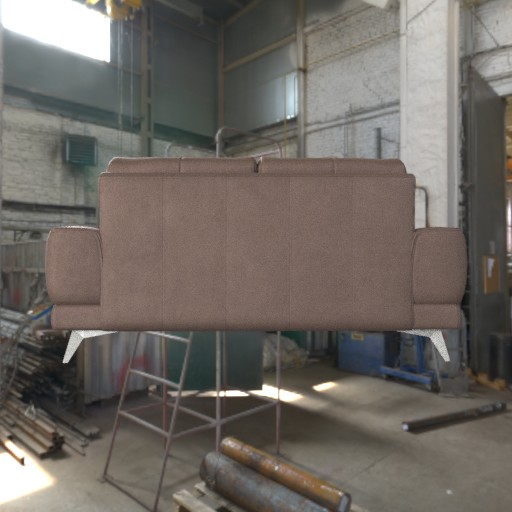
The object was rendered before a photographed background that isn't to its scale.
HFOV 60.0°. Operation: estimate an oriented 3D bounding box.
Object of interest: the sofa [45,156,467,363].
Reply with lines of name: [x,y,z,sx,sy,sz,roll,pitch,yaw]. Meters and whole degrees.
sofa: [0.000,0.000,2.341,1.806,0.907,1.018,0,-1,-1]
